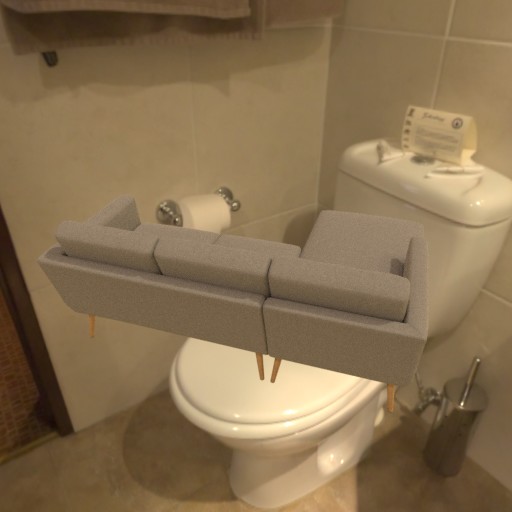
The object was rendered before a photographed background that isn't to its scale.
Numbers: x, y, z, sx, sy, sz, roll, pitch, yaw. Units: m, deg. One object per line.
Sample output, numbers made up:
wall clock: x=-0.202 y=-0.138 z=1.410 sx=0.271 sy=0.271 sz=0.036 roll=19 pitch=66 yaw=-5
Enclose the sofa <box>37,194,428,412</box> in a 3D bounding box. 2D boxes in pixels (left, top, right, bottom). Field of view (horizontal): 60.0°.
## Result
sofa: x=0.000 y=0.000 z=2.825 sx=2.040 sy=0.860 sz=1.530 roll=10 pitch=33 yaw=15
